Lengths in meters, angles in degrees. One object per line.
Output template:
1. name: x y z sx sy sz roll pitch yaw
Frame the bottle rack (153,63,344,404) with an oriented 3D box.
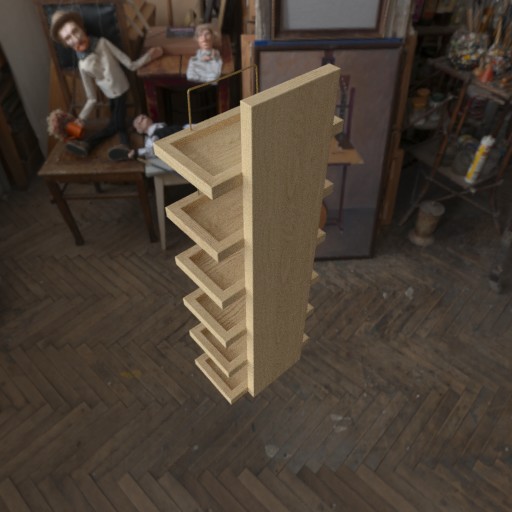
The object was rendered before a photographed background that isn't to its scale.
1. bottle rack: 0.000 0.000 1.094 0.330 0.943 0.206 -32 55 -27
